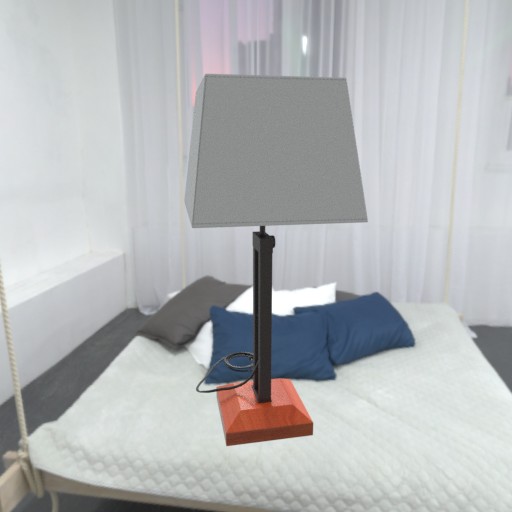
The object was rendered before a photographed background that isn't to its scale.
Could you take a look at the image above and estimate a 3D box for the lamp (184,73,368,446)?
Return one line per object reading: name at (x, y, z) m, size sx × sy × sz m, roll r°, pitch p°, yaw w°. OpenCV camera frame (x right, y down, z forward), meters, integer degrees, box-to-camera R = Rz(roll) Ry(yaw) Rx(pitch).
lamp at (0.000, 0.000, 1.016) m, size 0.310 × 0.737 × 0.498 m, roll -3°, pitch 14°, yaw -10°
